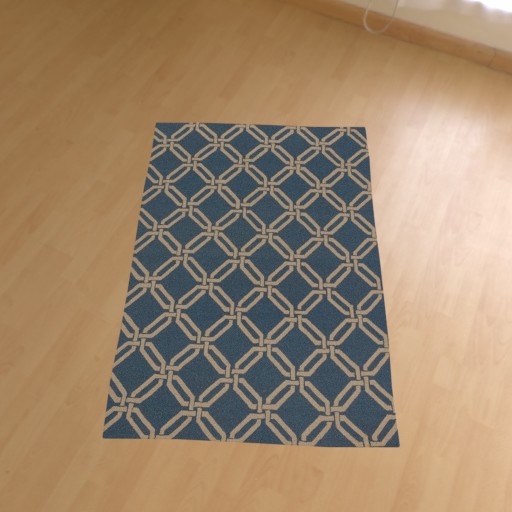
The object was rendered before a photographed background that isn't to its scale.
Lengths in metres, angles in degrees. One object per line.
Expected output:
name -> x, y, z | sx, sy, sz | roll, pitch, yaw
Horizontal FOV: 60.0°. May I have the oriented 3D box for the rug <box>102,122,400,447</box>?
rug -> 0.000, 0.000, 2.717 | 1.524, 0.013, 2.135 | 1, 63, 1
